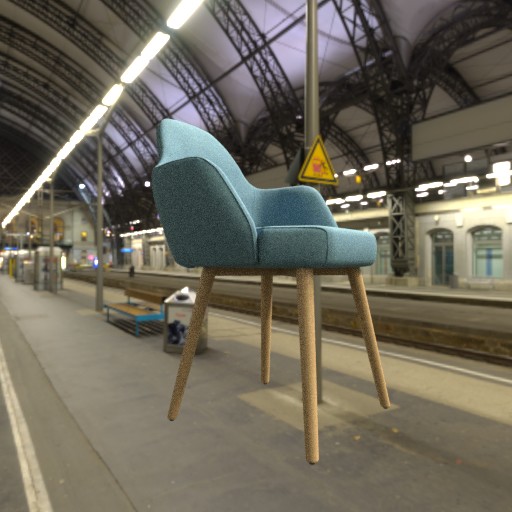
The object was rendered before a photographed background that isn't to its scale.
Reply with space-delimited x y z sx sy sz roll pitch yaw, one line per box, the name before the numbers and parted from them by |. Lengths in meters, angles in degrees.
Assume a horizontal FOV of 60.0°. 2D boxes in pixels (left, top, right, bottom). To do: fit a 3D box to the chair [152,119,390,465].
chair | 0.000 0.000 1.350 0.666 0.920 0.589 0 -1 36
